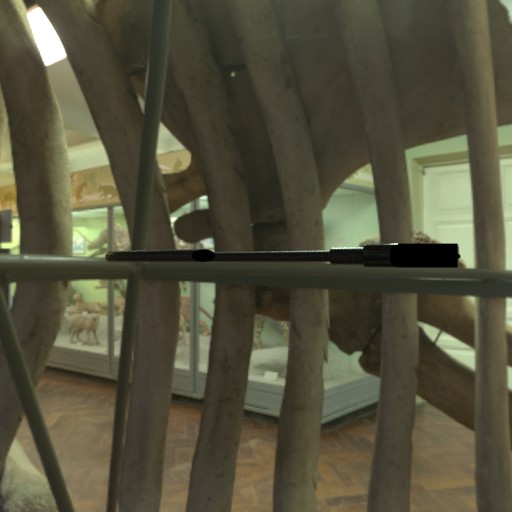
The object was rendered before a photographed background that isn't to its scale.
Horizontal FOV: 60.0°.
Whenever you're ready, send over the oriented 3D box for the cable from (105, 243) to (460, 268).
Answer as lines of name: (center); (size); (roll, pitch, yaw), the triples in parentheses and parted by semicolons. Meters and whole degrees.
cable: (0.000, 0.000, 0.110); (0.098, 0.006, 0.040); (0, -1, 36)
